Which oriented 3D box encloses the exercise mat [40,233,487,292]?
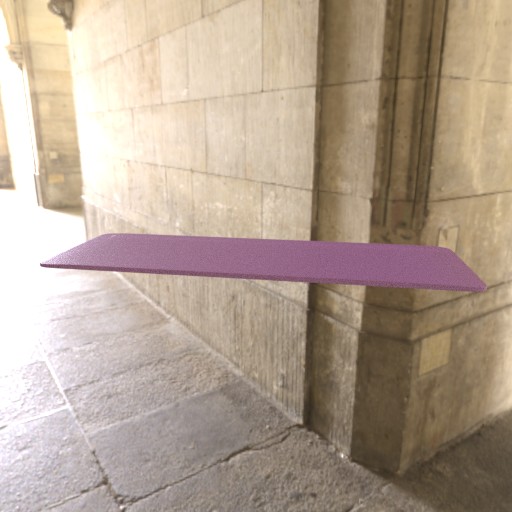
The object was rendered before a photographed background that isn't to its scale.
[{"bbox_3d":[0.000,0.000,2.080,1.869,0.021,0.616,3,16,9],"label":"exercise mat"}]
